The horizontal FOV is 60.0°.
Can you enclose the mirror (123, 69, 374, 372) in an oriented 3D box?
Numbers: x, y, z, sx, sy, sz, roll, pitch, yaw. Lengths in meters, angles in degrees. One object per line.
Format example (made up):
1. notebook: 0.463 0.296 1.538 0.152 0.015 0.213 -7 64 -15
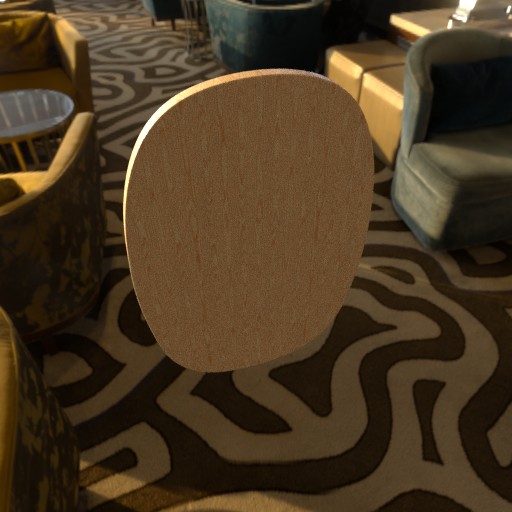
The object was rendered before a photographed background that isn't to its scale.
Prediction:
1. mirror: 0.000 0.000 1.327 0.724 1.075 0.037 -12 43 -13
